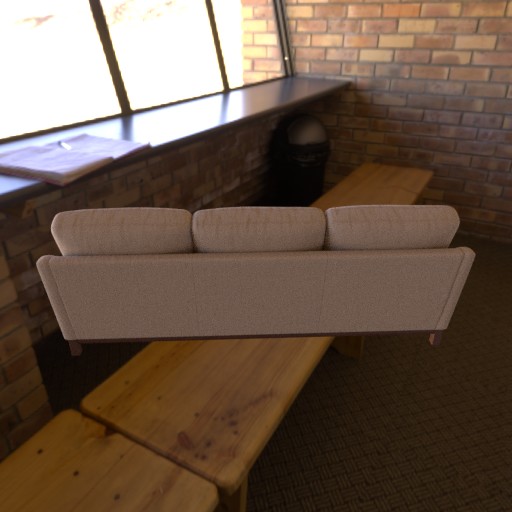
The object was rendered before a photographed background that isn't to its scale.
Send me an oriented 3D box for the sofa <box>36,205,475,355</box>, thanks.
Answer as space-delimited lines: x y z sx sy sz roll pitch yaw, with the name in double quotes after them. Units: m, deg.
0.000 0.000 2.851 2.321 0.913 1.000 -1 28 -2 "sofa"
